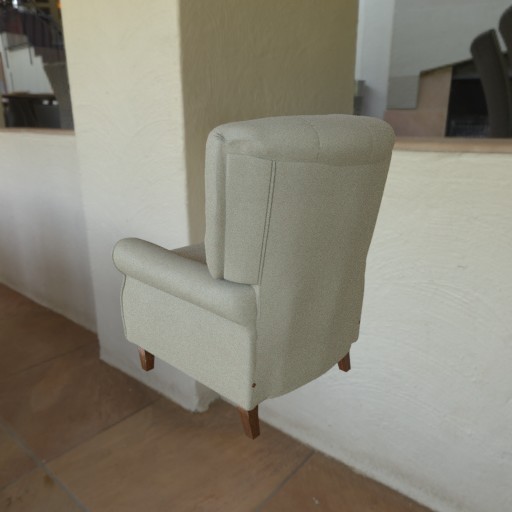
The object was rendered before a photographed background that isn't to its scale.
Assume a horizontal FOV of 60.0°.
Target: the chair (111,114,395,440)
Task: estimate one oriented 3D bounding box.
[{"bbox_3d":[0.000,0.000,1.918,1.059,1.158,0.943,15,22,41],"label":"chair"}]
